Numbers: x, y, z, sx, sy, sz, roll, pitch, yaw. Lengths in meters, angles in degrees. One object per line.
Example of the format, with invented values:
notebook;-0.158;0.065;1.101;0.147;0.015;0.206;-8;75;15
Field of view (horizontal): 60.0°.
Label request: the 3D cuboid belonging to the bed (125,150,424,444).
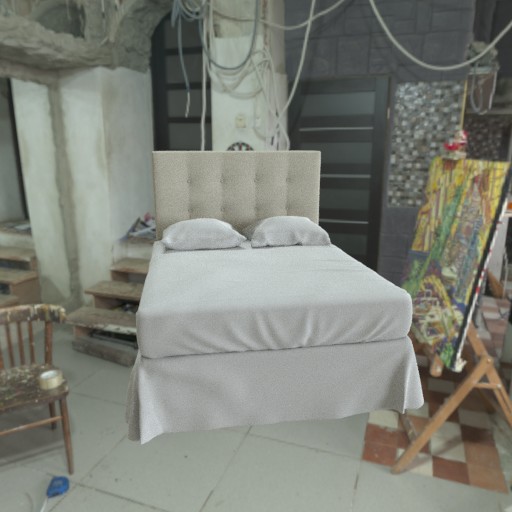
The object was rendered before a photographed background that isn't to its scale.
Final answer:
bed;0.000;0.000;3.474;1.936;1.577;2.222;-2;14;-9
